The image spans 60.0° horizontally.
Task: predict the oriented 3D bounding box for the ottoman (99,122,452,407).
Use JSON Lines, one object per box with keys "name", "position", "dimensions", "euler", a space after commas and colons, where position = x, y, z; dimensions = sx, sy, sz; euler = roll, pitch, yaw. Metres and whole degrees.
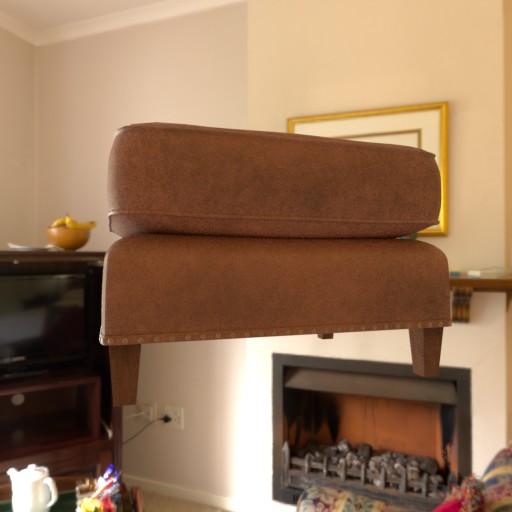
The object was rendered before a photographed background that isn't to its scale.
{"name": "ottoman", "position": [0.000, 0.000, 1.127], "dimensions": [0.738, 0.537, 0.589], "euler": [0, -1, -18]}
